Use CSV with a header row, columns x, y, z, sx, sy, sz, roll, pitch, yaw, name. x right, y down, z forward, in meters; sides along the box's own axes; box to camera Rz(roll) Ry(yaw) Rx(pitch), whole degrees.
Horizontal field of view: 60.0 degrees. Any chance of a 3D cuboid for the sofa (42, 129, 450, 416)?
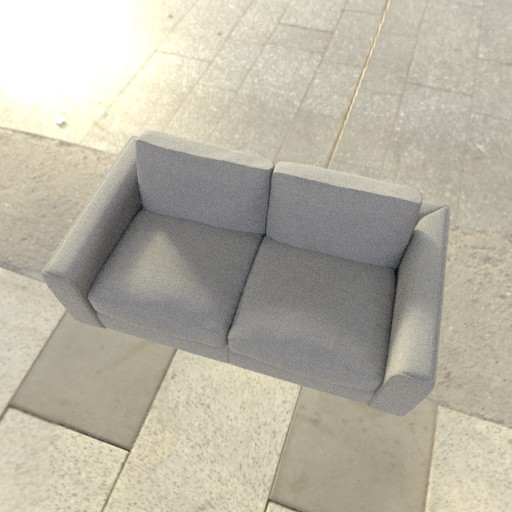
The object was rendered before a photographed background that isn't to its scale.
x,y,z,sx,sy,sz,roll,pitch,yaw,name
0.000,0.000,2.398,1.920,0.800,1.069,14,58,9,sofa
